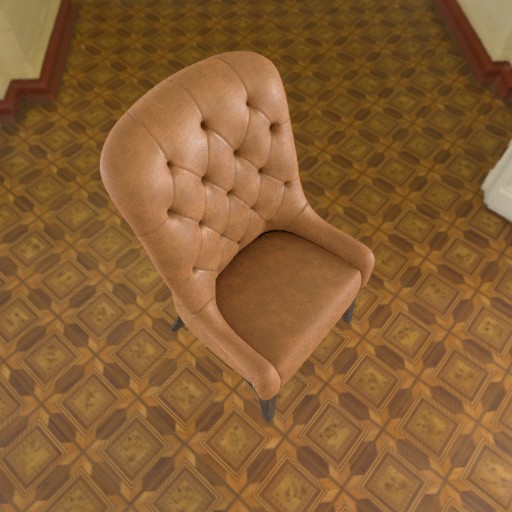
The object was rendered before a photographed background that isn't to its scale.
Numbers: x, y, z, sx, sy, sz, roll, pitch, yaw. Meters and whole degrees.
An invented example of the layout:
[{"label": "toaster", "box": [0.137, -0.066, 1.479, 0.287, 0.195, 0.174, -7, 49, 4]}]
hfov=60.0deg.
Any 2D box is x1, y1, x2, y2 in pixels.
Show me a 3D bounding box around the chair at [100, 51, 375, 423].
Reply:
[{"label": "chair", "box": [0.000, 0.000, 1.481, 0.629, 1.091, 0.634, 36, 64, 20]}]
